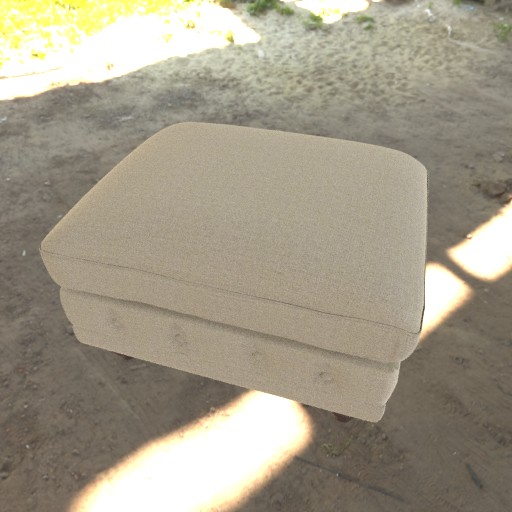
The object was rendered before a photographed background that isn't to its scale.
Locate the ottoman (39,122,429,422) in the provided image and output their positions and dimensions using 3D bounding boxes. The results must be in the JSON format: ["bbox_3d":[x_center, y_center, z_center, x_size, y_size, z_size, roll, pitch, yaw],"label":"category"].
[{"bbox_3d":[0.000,0.000,1.008,0.684,0.463,0.541,12,42,14],"label":"ottoman"}]
